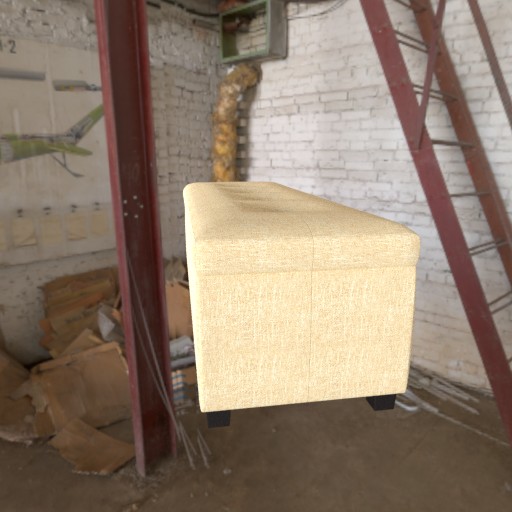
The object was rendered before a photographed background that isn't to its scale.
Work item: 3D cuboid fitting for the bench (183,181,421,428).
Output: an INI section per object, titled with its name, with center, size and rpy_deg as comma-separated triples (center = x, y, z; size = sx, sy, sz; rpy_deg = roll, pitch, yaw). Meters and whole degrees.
[bench]
center = 0.000, 0.000, 1.411
size = 0.432, 0.406, 1.219
rpy_deg = -2, 14, -9
